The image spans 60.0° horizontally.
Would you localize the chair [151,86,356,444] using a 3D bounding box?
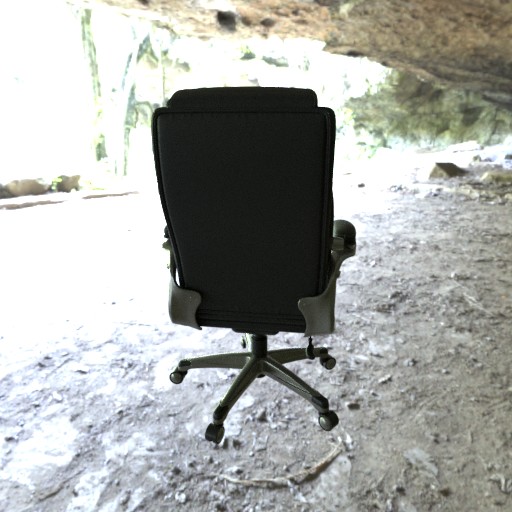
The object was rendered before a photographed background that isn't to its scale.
[{"bbox_3d":[0.000,0.000,1.681,0.741,1.167,0.784,3,17,8],"label":"chair"}]
